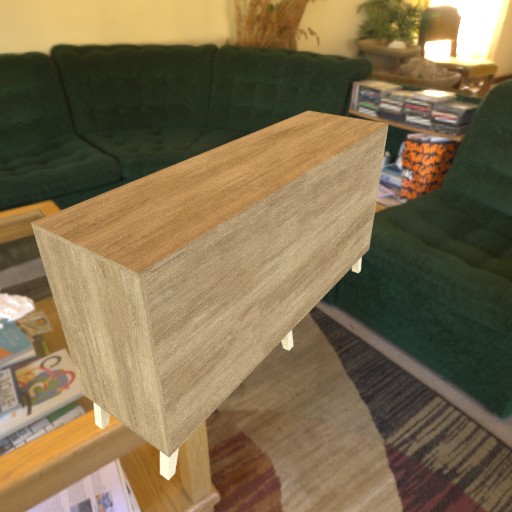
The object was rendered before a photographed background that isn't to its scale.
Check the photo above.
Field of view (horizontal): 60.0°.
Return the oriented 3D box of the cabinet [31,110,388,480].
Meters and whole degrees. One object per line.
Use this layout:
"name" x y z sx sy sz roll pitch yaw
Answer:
"cabinet" 0.000 0.000 1.944 0.450 0.870 1.600 20 37 29
